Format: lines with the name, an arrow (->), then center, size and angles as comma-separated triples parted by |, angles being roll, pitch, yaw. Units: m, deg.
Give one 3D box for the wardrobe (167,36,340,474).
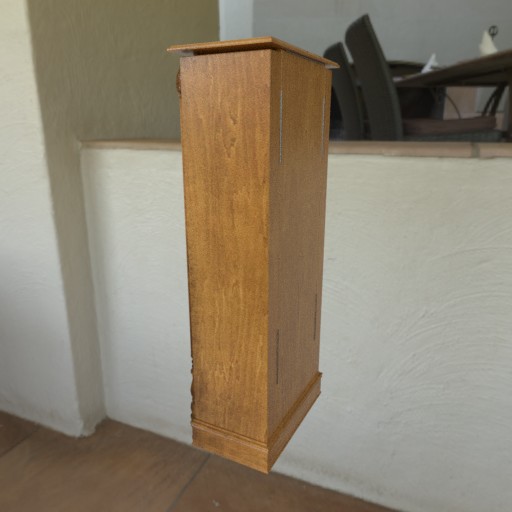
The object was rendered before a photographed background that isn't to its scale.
wardrobe -> 0.000, 0.000, 1.156 | 0.273, 0.959, 0.406 | 8, 18, 26
